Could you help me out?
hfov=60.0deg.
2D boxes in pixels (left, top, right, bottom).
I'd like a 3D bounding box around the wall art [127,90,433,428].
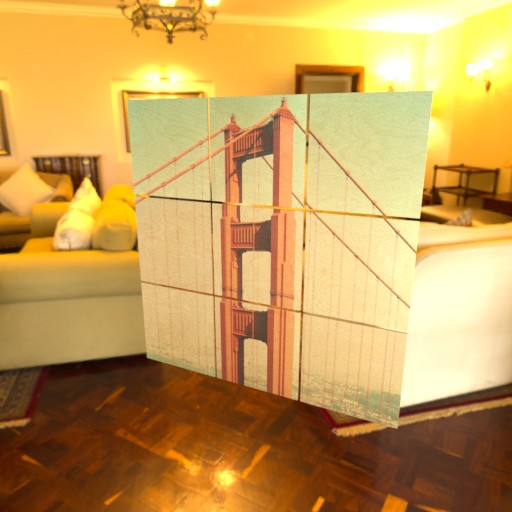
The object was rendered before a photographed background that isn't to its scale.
[{"bbox_3d":[0.000,0.000,2.237,1.517,1.523,0.013,8,18,25],"label":"wall art"}]
